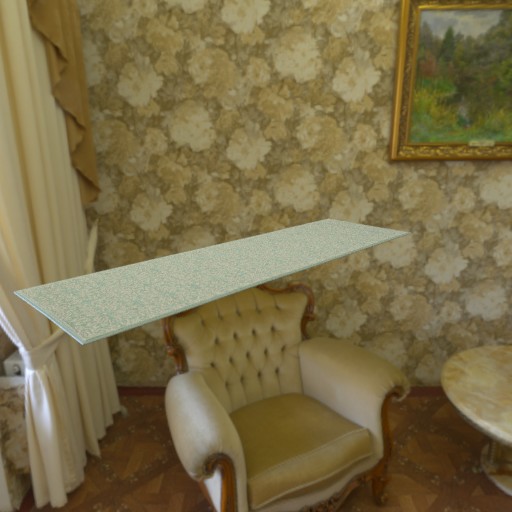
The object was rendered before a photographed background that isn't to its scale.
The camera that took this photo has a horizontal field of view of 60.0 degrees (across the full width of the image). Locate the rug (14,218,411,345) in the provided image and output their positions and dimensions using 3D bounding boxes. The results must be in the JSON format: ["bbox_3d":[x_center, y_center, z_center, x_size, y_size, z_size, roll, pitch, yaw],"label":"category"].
[{"bbox_3d":[0.000,0.000,2.367,2.196,0.011,0.662,-15,22,-43],"label":"rug"}]
